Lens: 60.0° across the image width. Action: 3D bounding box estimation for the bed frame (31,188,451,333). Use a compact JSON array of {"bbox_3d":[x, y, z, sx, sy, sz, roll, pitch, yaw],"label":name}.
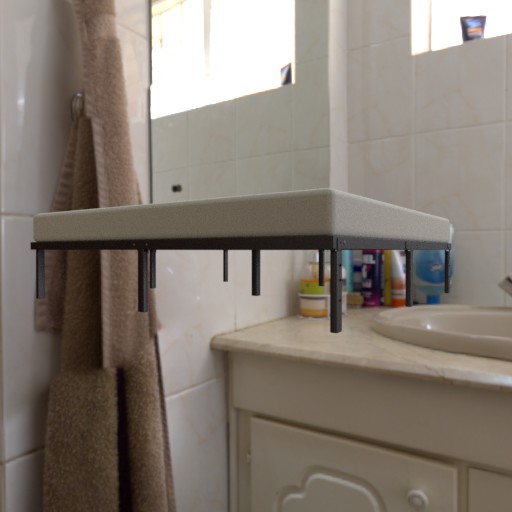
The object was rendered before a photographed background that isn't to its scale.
[{"bbox_3d":[0.000,0.000,3.802,2.635,0.680,2.526,0,1,35],"label":"bed frame"}]
